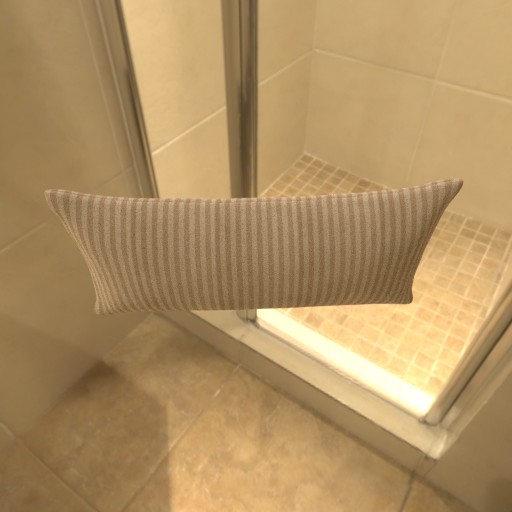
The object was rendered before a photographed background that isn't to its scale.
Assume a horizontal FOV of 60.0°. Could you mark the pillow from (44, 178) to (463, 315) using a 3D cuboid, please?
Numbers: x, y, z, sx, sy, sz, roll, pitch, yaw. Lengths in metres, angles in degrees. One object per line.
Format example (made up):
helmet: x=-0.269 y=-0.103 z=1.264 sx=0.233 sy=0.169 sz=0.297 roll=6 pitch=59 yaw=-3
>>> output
pillow: x=0.000 y=0.000 z=0.751 sx=0.617 sy=0.295 sz=0.151 roll=-2 pitch=46 yaw=-2
